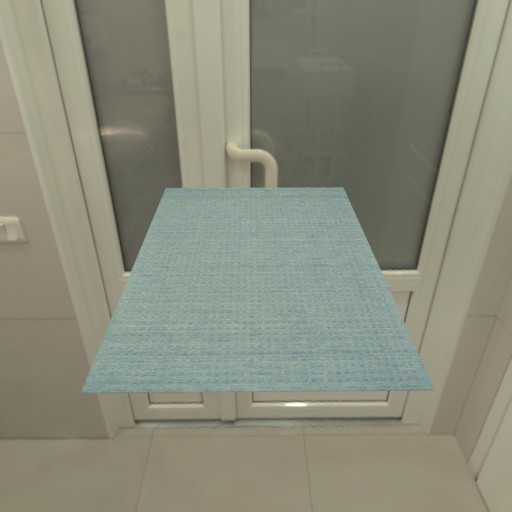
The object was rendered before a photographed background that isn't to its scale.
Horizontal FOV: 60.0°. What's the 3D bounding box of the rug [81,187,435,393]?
[{"bbox_3d":[0.000,0.000,3.715,1.982,0.006,2.895,0,32,0],"label":"rug"}]
